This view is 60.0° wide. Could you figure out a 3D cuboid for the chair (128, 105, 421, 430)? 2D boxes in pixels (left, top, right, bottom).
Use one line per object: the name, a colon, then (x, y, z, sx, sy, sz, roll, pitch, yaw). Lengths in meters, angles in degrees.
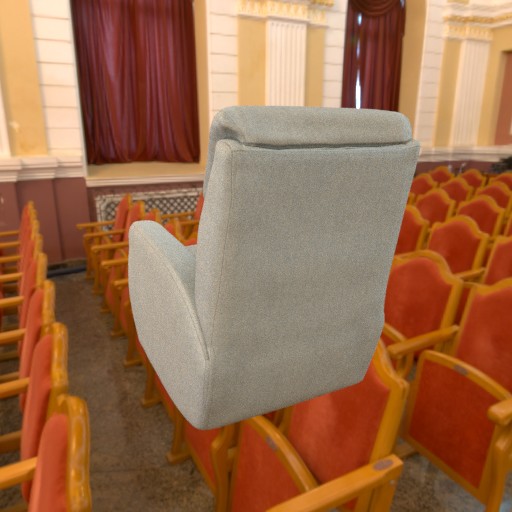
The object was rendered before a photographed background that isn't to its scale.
chair: (0.000, 0.000, 1.639, 0.794, 1.016, 0.940, -8, 17, -26)
